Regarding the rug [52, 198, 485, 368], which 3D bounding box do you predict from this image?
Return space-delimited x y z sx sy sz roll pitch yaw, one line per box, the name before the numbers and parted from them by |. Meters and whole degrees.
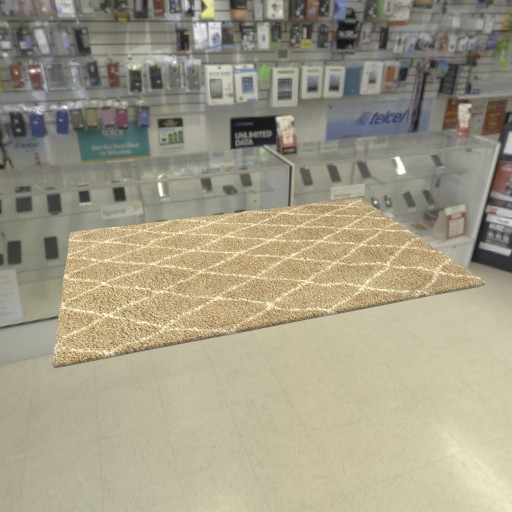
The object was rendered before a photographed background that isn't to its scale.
rug | 0.000 0.000 2.992 2.438 0.030 1.524 -8 29 -15
